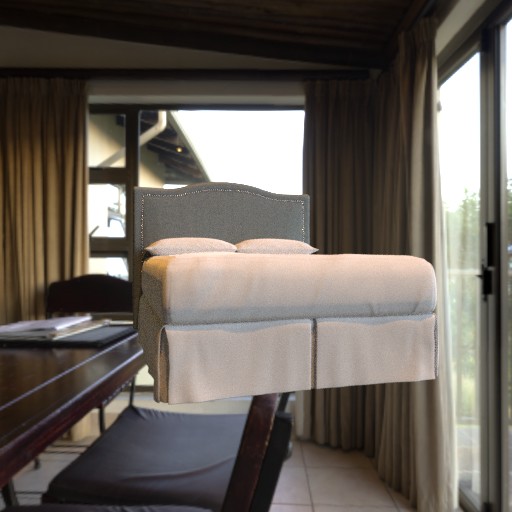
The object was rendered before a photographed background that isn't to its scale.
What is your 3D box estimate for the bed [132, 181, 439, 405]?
[{"bbox_3d":[0.000,0.000,3.366,1.753,1.460,2.143,0,0,-17],"label":"bed"}]
